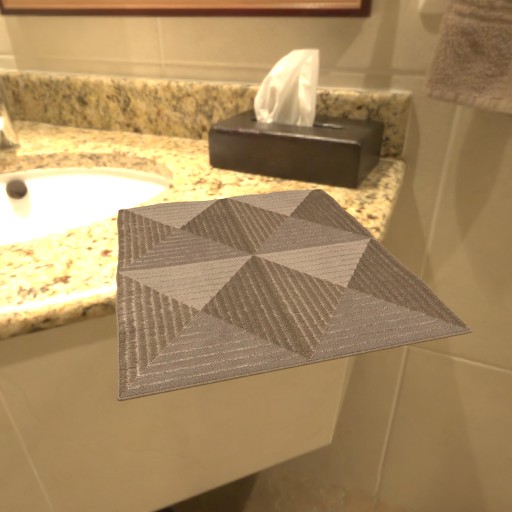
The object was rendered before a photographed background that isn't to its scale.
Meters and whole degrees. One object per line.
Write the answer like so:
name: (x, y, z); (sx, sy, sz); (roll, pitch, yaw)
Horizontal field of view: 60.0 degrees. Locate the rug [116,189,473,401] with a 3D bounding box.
rug: (0.000, 0.000, 0.905); (0.551, 0.008, 0.642); (-8, 31, -13)
